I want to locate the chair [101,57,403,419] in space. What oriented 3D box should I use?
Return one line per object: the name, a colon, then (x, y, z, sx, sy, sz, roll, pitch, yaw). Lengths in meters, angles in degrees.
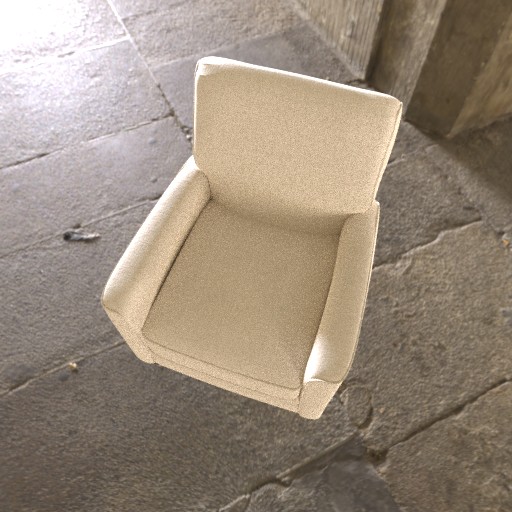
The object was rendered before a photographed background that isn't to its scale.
chair: (0.000, 0.000, 1.634, 0.841, 1.028, 0.858, 16, 61, 9)
